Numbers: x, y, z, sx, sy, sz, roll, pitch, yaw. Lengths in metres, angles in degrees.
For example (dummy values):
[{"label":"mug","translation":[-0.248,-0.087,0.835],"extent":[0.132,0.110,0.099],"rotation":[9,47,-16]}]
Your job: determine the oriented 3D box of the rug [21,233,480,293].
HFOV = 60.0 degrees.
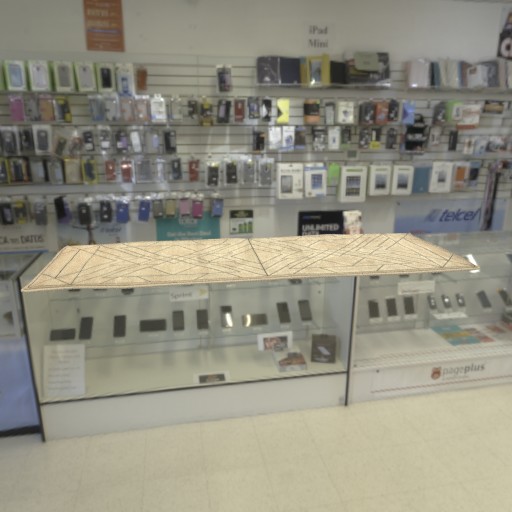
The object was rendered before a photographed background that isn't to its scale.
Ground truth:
[{"label":"rug","translation":[0.000,0.000,2.658],"extent":[2.381,0.036,0.831],"rotation":[-2,16,-8]}]
